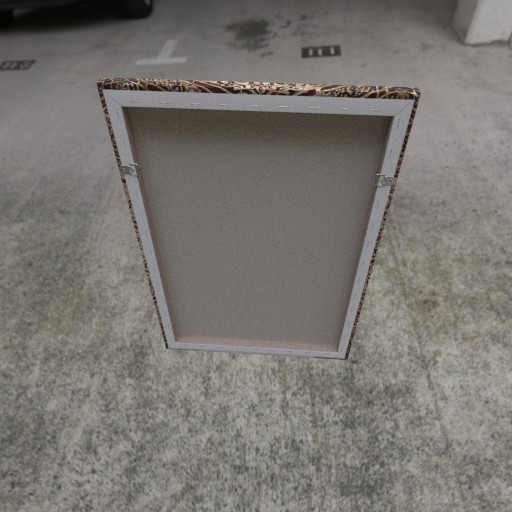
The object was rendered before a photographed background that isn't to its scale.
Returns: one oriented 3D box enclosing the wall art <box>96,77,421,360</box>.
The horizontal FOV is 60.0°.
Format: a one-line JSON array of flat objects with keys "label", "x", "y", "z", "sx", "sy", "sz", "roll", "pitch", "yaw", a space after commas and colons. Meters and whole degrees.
[{"label": "wall art", "x": 0.000, "y": 0.000, "z": 1.147, "sx": 0.599, "sy": 0.904, "sz": 0.030, "roll": 3, "pitch": 46, "yaw": 3}]
